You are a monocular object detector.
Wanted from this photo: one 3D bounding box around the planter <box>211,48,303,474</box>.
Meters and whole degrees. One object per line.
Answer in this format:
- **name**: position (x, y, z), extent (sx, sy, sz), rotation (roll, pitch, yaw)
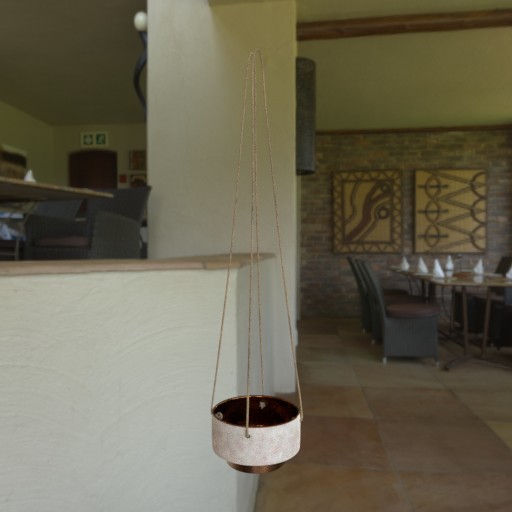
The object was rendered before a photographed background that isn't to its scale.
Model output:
- **planter**: position (0.000, 0.000, 1.116), extent (0.223, 1.030, 0.223), rotation (-1, 1, -35)
